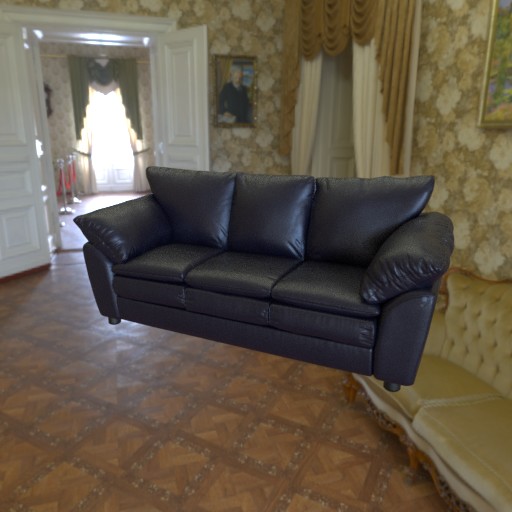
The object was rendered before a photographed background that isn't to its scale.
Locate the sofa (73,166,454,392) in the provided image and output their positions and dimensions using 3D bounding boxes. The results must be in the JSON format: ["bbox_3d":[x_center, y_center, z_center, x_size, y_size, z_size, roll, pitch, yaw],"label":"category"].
[{"bbox_3d":[0.000,0.000,2.891,2.336,1.073,0.880,7,17,25],"label":"sofa"}]
